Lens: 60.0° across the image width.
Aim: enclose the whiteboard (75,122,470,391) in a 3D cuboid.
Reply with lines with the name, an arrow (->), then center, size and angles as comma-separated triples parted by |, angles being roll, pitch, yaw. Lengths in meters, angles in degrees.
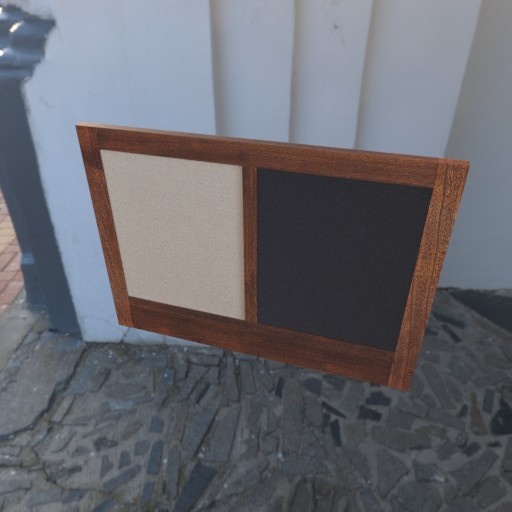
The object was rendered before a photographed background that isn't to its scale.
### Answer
whiteboard -> 0.000, 0.000, 1.012 | 0.768, 0.553, 0.083 | 10, 34, 15
